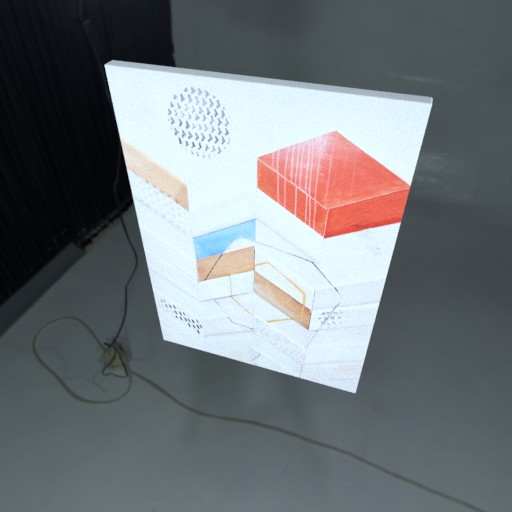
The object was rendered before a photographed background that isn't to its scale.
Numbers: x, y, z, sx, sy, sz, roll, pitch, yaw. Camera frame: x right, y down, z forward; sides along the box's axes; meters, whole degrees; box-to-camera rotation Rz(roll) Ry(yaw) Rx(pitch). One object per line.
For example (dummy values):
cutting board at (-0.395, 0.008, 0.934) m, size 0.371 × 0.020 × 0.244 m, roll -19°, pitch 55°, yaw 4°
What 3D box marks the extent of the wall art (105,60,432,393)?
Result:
wall art at (0.000, 0.000, 1.080) m, size 0.613 × 0.848 × 0.036 m, roll 12°, pitch 42°, yaw 14°
